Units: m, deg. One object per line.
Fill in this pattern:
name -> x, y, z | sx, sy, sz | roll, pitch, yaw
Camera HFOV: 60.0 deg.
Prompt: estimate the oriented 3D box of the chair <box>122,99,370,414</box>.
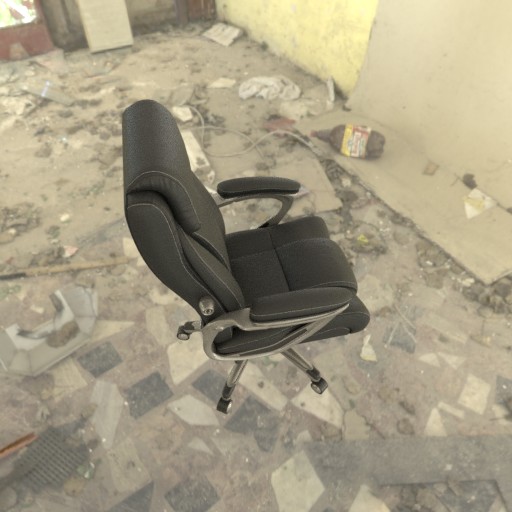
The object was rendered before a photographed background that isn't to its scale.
chair -> 0.000, 0.000, 1.680 | 0.784, 1.167, 0.741 | -9, 47, -9
